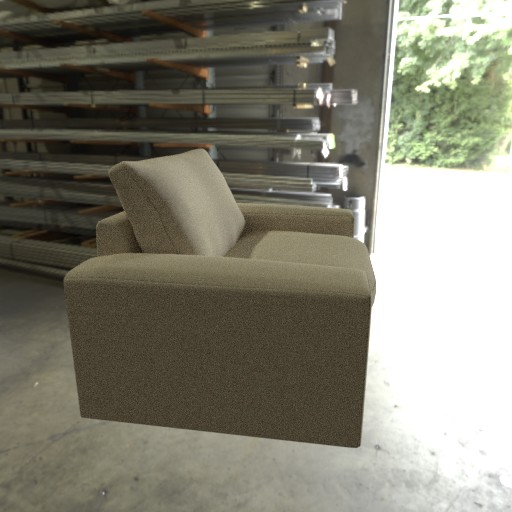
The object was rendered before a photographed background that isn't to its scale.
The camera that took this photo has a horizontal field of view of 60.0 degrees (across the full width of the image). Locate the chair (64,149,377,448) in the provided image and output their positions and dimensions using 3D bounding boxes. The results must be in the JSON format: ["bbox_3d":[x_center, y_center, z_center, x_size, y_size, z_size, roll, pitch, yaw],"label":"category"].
[{"bbox_3d":[0.000,0.000,2.032,1.039,0.915,1.398,3,16,9],"label":"chair"}]
